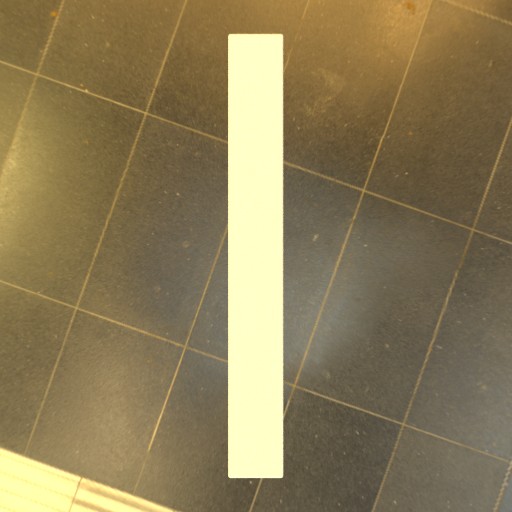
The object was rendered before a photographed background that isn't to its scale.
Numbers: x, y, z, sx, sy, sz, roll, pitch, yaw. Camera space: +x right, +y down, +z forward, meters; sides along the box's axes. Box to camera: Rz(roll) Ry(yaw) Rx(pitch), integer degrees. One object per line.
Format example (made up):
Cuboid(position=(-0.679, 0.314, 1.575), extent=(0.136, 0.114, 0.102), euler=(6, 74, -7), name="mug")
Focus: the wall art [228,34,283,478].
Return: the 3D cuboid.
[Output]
Cuboid(position=(0.000, 0.000, 0.455), extent=(0.038, 0.305, 0.305), euler=(0, 90, 0), name="wall art")
